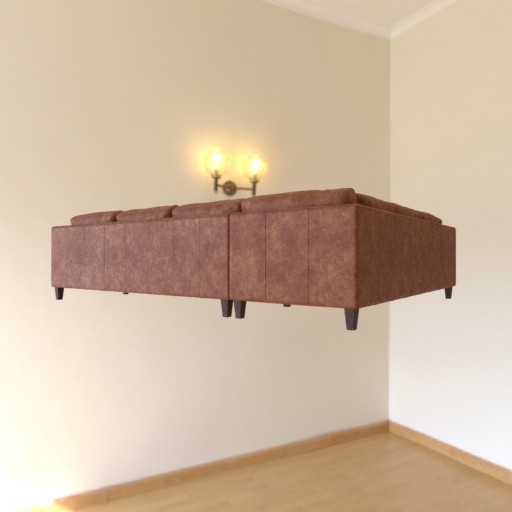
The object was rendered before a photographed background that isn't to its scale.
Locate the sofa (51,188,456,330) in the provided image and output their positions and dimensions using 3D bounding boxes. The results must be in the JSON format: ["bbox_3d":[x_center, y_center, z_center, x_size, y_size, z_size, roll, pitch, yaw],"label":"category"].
[{"bbox_3d":[0.000,0.000,4.339,3.150,0.838,2.438,0,0,36],"label":"sofa"}]
